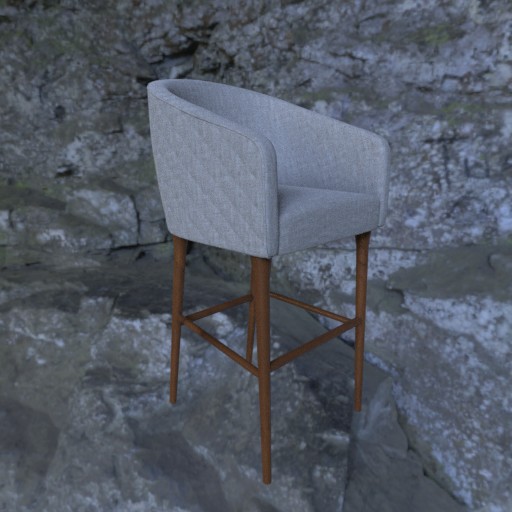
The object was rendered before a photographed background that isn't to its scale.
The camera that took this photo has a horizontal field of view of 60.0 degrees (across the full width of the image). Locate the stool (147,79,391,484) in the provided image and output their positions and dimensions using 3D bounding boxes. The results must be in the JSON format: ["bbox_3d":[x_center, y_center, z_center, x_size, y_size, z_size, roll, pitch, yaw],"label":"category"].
[{"bbox_3d":[0.000,0.000,1.393,0.607,1.078,0.559,14,21,42],"label":"stool"}]
